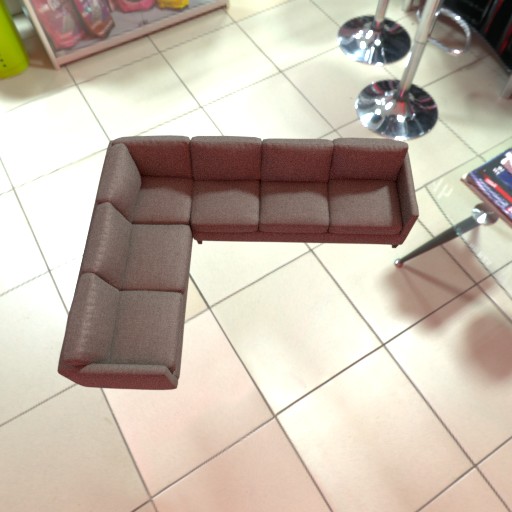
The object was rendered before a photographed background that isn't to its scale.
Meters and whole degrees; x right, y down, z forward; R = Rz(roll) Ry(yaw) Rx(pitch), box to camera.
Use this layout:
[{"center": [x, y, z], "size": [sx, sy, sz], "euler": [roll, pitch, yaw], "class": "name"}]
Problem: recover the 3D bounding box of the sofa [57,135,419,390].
[{"center": [0.000, 0.000, 4.477], "size": [3.302, 0.947, 2.593], "euler": [1, 63, 1], "class": "sofa"}]
